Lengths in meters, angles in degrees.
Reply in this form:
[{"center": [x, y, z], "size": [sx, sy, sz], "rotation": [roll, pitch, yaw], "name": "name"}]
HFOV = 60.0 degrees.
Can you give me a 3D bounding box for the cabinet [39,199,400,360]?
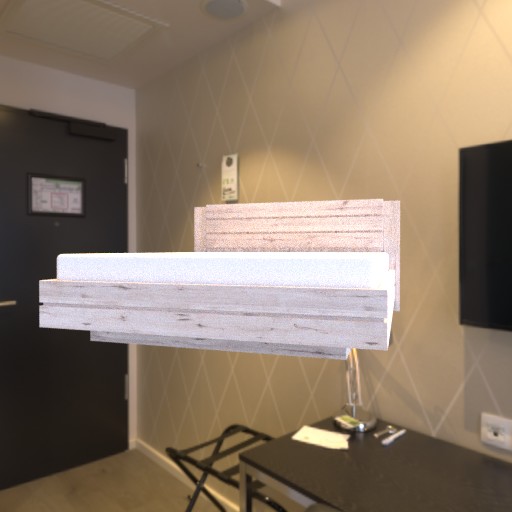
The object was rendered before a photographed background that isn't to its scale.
[{"center": [0.000, 0.000, 3.166], "size": [1.950, 0.970, 2.080], "rotation": [0, 1, 18], "name": "cabinet"}]
